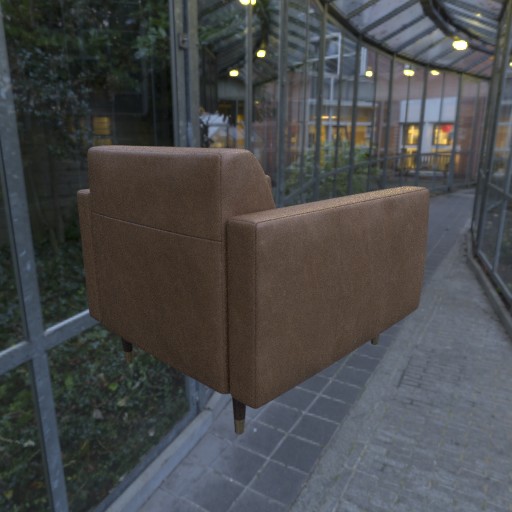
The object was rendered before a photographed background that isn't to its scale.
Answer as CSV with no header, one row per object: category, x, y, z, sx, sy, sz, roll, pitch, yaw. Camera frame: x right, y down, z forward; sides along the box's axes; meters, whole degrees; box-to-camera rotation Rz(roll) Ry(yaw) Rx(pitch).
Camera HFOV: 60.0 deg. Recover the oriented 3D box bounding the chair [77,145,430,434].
chair,0.000,0.000,1.686,0.953,0.819,0.998,14,20,42
